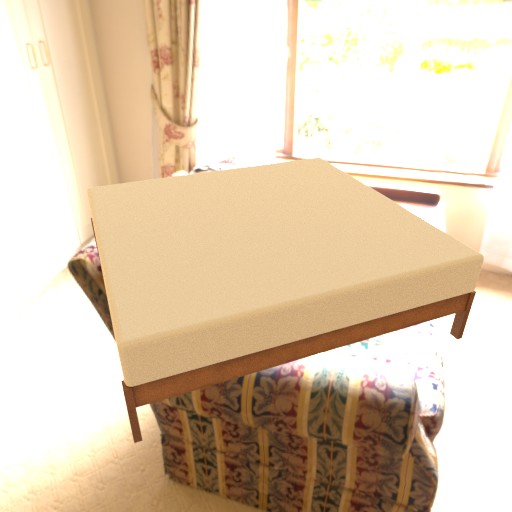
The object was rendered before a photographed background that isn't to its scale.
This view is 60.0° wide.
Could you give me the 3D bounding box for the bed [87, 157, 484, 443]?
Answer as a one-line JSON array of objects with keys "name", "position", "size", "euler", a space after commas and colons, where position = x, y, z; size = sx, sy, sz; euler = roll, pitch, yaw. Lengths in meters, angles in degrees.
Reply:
[{"name": "bed", "position": [0.000, 0.000, 3.098], "size": [2.049, 0.616, 1.930], "euler": [-12, 32, -19]}]
